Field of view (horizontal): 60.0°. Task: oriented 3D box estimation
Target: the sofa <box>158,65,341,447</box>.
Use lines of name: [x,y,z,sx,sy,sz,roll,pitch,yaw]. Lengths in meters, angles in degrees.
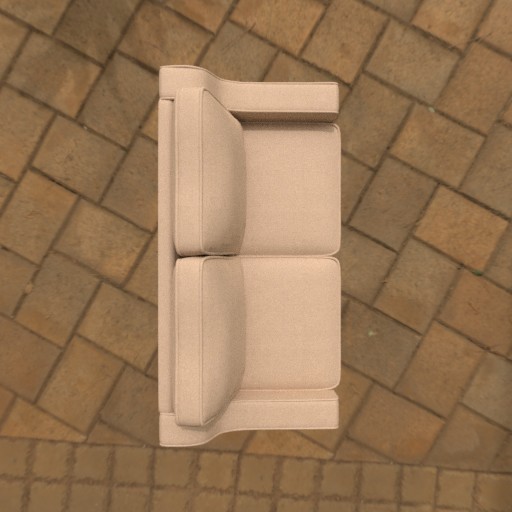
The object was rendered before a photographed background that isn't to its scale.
sofa: [0.000,0.000,3.491,1.351,1.562,2.587,0,90,-1]
